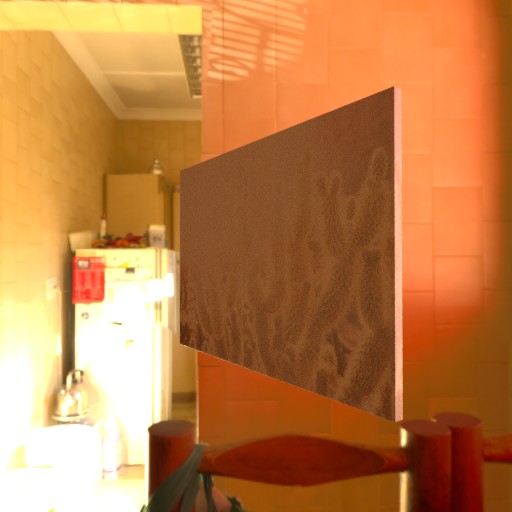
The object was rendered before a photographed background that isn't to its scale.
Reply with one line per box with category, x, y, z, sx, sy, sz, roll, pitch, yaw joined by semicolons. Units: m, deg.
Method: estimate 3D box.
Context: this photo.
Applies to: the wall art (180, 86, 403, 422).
wall art;0.000;0.000;1.970;0.038;1.012;1.525;0;-1;-34
